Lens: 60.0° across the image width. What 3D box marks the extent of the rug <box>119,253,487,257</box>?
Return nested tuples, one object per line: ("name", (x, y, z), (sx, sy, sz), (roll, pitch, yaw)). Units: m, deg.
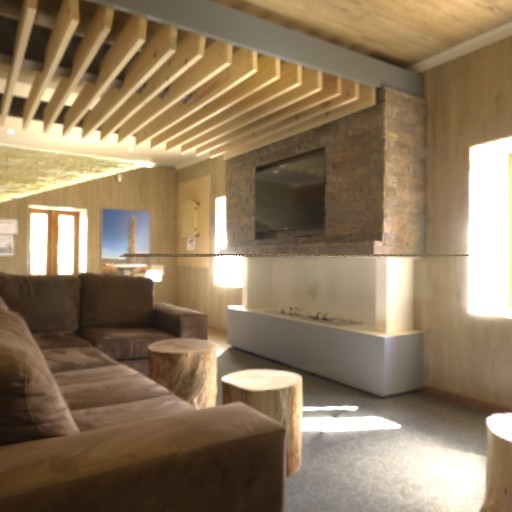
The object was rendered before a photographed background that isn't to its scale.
("rug", (0.000, 0.000, 4.178), (2.451, 0.011, 3.072), (0, 0, -17))
